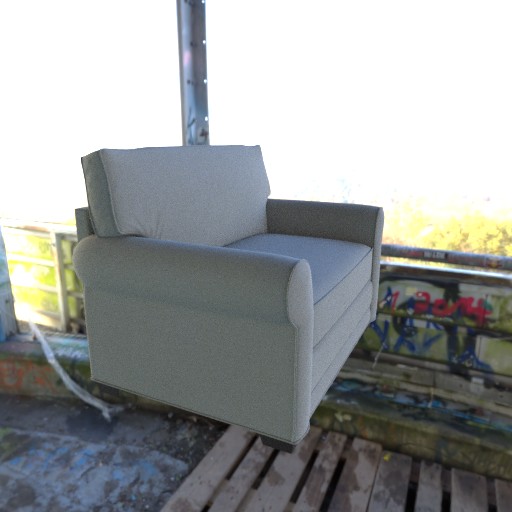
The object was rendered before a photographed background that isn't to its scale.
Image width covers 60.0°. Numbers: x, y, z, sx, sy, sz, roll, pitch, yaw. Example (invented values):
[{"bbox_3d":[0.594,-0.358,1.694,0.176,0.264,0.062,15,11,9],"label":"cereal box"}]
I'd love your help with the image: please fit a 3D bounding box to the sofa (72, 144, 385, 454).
[{"bbox_3d":[0.000,0.000,2.078,0.937,1.006,1.405,7,16,25],"label":"sofa"}]
